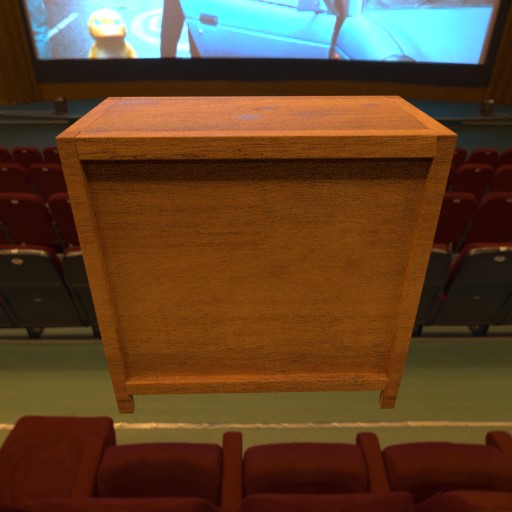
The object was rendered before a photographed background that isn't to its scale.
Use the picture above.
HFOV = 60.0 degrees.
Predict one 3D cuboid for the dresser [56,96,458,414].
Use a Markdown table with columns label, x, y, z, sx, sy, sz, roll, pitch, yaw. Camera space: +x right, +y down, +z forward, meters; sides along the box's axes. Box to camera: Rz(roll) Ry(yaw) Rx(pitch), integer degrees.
| label | x | y | z | sx | sy | sz | roll | pitch | yaw |
| --- | --- | --- | --- | --- | --- | --- | --- | --- | --- |
| dresser | 0.000 | 0.000 | 1.268 | 0.804 | 0.804 | 0.427 | -1 | 31 | -1 |
